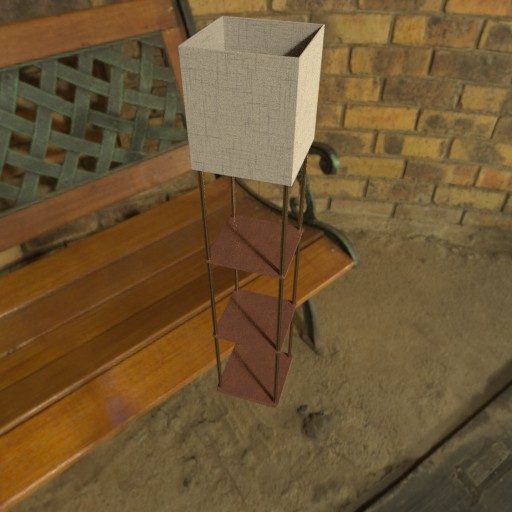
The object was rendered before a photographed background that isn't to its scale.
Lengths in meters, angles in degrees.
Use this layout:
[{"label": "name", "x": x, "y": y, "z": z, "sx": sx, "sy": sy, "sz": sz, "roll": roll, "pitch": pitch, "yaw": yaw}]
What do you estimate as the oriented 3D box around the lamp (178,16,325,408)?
[{"label": "lamp", "x": 0.000, "y": 0.000, "z": 1.696, "sx": 0.310, "sy": 1.569, "sz": 0.308, "roll": 12, "pitch": 43, "yaw": 13}]
